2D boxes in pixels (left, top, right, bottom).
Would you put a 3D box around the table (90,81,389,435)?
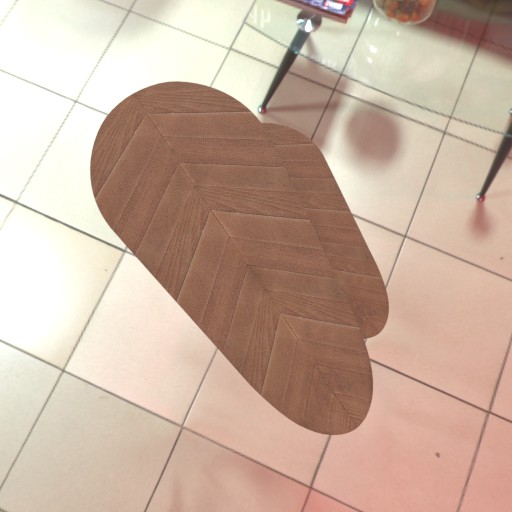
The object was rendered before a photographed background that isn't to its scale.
[{"bbox_3d":[0.000,0.000,1.583,0.701,0.595,1.190,-33,79,-7],"label":"table"}]
